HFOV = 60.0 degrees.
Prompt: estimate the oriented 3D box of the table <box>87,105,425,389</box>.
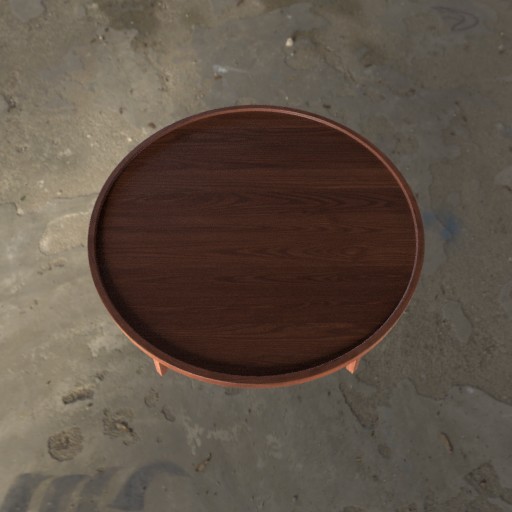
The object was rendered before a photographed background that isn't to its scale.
[{"bbox_3d":[0.000,0.000,1.224,0.800,0.360,0.800,0,59,0],"label":"table"}]
